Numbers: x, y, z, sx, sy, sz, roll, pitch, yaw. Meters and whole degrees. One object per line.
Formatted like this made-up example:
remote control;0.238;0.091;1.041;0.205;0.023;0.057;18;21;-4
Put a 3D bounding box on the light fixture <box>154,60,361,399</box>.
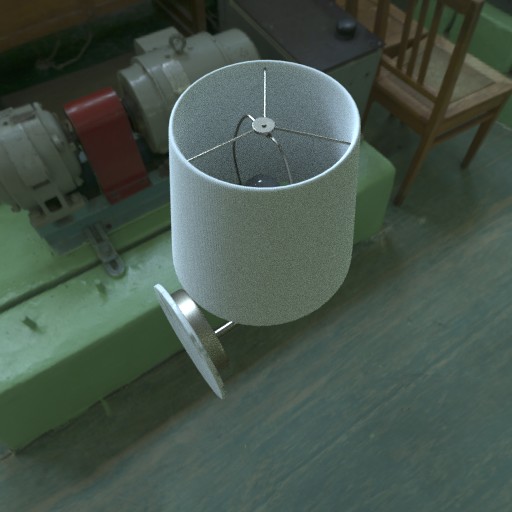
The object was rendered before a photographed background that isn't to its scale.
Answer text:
light fixture;0.000;0.000;0.437;0.188;0.337;0.168;-31;63;-18
